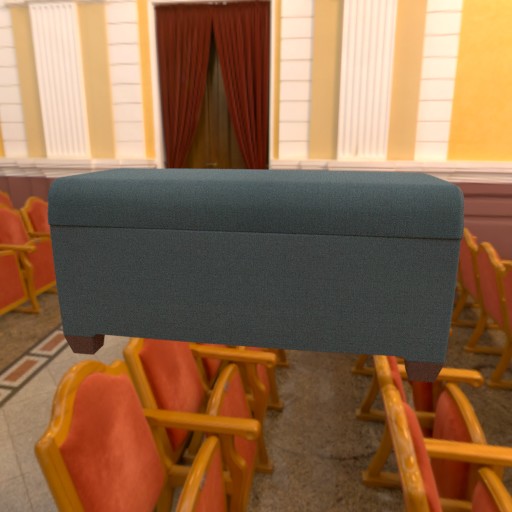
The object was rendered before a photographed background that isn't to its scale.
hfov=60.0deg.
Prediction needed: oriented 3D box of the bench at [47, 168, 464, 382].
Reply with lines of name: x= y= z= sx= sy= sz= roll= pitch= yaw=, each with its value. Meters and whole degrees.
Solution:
bench: x=0.000 y=0.000 z=1.263 sx=0.995 sy=0.474 sz=0.476 roll=2 pitch=16 yaw=9
